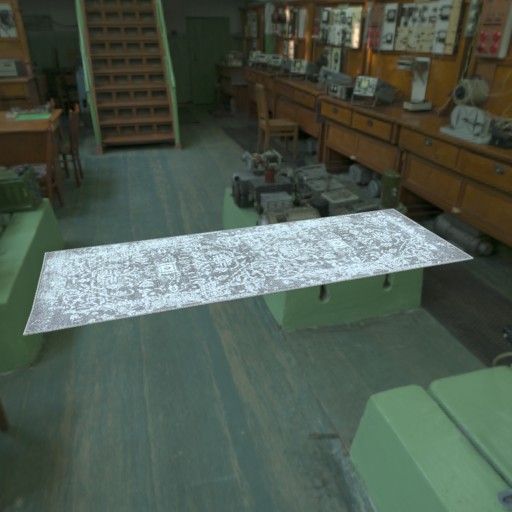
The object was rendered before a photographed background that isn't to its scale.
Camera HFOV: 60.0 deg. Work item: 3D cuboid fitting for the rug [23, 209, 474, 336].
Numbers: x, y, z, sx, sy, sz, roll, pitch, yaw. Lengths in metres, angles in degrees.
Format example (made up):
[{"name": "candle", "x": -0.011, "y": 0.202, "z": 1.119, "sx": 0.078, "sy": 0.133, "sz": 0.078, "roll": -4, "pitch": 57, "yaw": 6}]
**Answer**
[{"name": "rug", "x": 0.000, "y": 0.000, "z": 2.667, "sx": 2.452, "sy": 0.017, "sz": 0.855, "roll": -8, "pitch": 28, "yaw": -16}]
